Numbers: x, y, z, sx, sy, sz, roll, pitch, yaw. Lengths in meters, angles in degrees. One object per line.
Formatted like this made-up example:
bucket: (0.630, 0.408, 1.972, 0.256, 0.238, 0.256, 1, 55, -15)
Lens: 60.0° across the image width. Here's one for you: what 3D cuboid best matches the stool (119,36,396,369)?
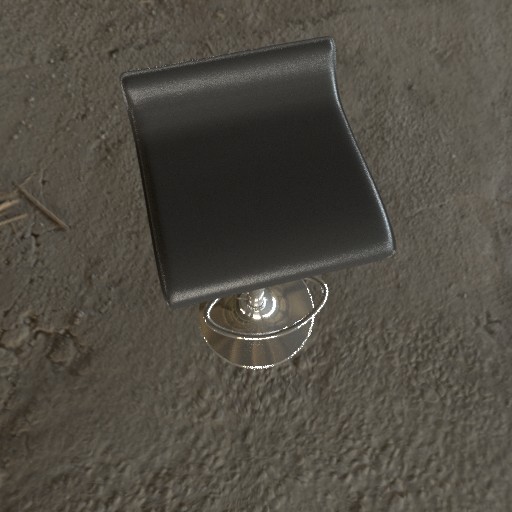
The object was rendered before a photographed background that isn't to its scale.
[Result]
stool: (0.000, 0.000, 1.059, 0.381, 0.851, 0.381, -13, 66, -6)
